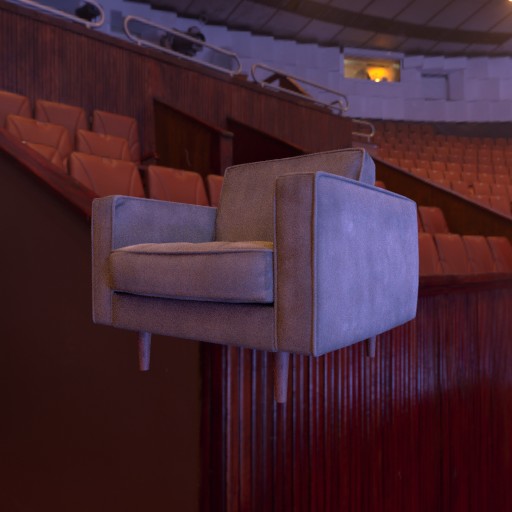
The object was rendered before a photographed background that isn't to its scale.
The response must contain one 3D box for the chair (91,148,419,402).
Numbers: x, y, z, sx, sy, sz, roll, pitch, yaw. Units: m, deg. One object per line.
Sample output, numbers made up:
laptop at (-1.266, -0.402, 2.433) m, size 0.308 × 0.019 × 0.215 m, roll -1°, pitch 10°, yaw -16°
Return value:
chair at (0.000, 0.000, 1.568) m, size 0.928 × 0.773 × 0.843 m, roll 0°, pitch 0°, yaw 36°
